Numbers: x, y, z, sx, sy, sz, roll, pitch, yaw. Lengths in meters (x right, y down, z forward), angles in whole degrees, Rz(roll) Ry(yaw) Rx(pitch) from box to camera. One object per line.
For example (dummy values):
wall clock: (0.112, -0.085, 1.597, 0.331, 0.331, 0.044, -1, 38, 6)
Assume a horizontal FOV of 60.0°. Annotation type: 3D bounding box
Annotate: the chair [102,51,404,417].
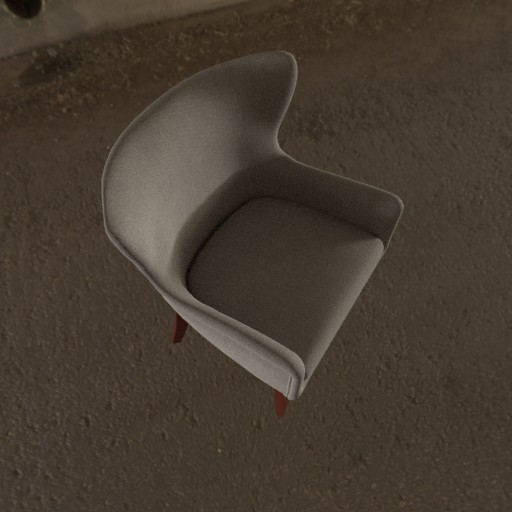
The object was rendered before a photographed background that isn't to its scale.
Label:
chair: (0.000, 0.000, 1.424, 0.677, 0.948, 0.732, 29, 63, 17)
